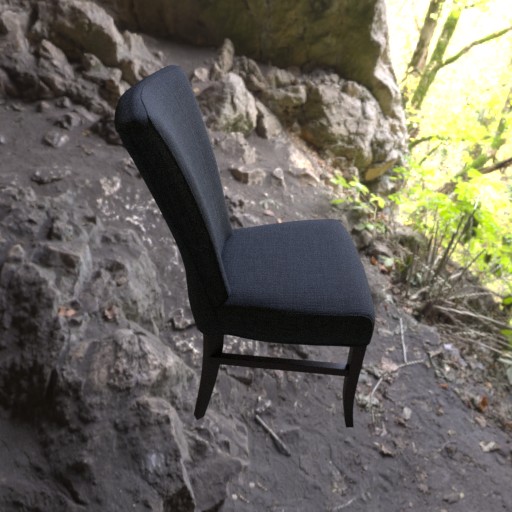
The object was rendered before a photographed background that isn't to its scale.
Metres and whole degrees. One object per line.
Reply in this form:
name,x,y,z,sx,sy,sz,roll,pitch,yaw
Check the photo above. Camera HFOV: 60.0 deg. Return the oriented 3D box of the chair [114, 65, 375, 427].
chair,0.000,0.000,1.332,0.660,0.991,0.520,0,34,-1
